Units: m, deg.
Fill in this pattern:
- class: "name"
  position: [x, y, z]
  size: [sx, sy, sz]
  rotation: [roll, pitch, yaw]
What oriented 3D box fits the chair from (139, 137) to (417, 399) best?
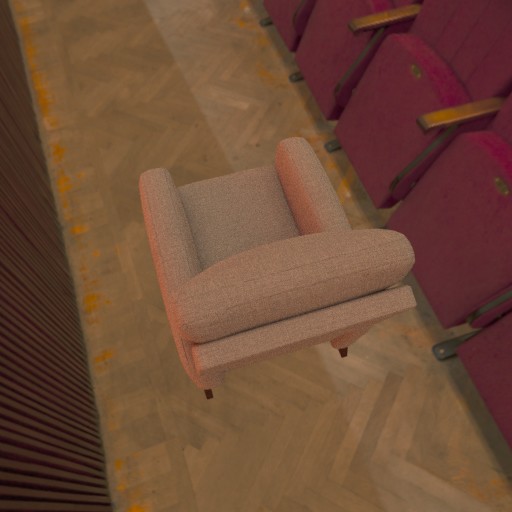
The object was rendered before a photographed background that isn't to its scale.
- class: "chair"
  position: [0.000, 0.000, 1.703]
  size: [0.762, 0.990, 0.990]
  rotation: [-15, 61, -9]
